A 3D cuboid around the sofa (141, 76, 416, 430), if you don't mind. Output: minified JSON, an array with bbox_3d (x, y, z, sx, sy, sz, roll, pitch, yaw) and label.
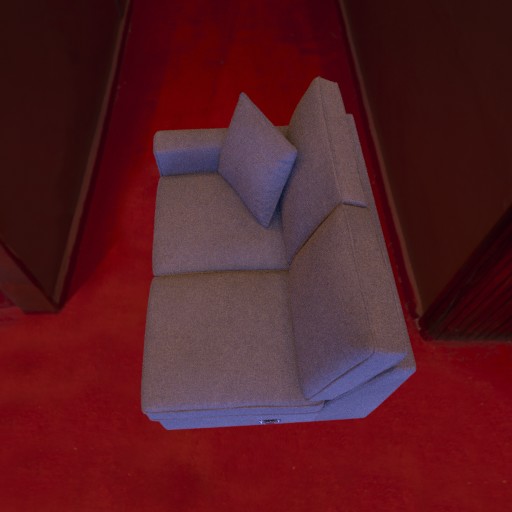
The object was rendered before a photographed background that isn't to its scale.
[{"bbox_3d":[0.000,0.000,2.063,0.991,0.989,1.388,-3,59,-2],"label":"sofa"}]
